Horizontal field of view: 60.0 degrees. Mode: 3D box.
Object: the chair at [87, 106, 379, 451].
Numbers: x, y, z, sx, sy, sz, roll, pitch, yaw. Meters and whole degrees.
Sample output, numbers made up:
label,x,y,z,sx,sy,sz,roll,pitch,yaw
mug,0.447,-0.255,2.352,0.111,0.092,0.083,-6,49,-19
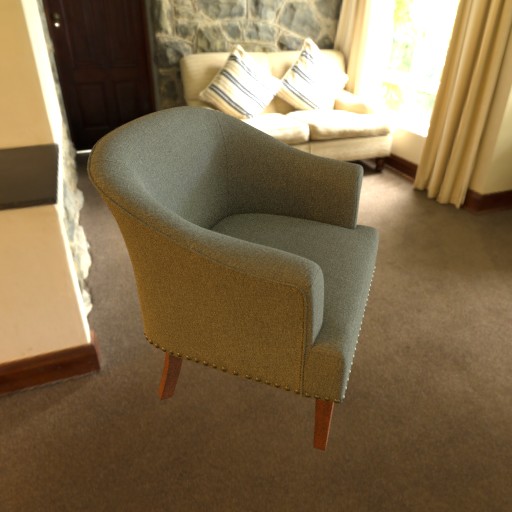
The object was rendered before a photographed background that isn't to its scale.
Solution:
label,x,y,z,sx,sy,sz,roll,pitch,yaw
chair,0.000,0.000,1.394,0.704,0.815,0.798,10,32,17
